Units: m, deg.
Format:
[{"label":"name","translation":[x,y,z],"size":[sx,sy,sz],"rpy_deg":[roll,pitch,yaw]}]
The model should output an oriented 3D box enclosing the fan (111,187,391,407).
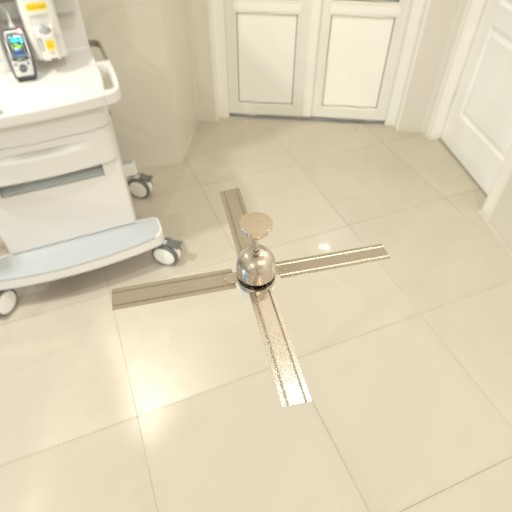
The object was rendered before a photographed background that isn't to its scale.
[{"label":"fan","translation":[0.000,0.000,2.030],"size":[1.346,0.406,1.346],"rpy_deg":[-11,47,-10]}]
